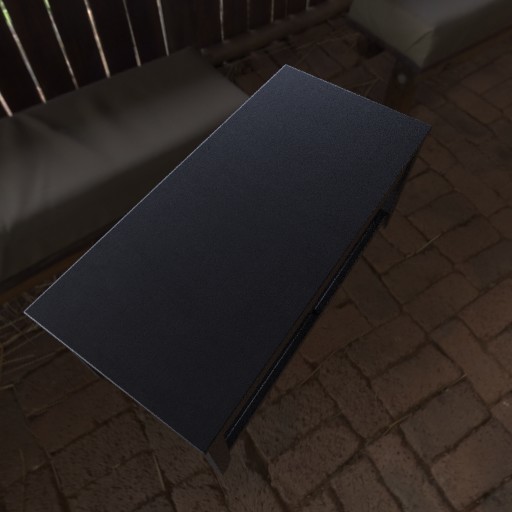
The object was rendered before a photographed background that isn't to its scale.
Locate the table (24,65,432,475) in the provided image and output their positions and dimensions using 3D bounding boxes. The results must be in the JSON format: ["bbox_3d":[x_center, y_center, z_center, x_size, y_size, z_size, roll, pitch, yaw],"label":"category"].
[{"bbox_3d":[0.000,0.000,1.269,0.483,0.457,1.016,30,63,18],"label":"table"}]
